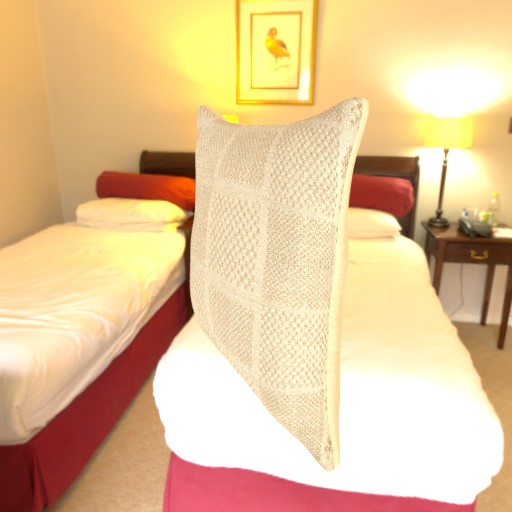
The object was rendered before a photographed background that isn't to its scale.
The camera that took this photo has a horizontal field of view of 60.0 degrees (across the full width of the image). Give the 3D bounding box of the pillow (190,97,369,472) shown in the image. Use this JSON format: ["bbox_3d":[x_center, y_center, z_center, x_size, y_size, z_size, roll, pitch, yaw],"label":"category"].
[{"bbox_3d":[0.000,0.000,0.659,0.138,0.432,0.436,-9,19,-25],"label":"pillow"}]
